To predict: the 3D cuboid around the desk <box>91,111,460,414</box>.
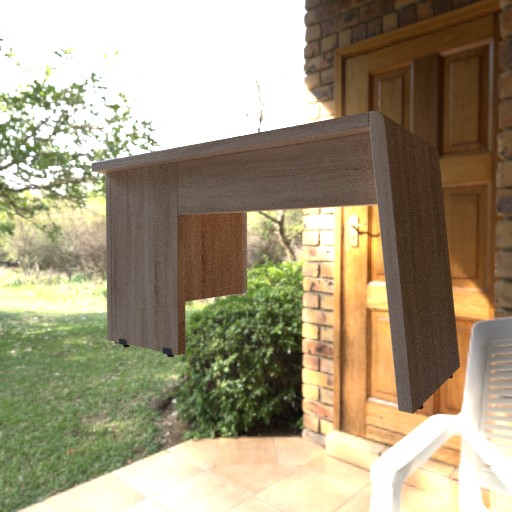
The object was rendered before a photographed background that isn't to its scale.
[{"bbox_3d":[0.000,0.000,1.631,1.300,0.750,0.500,1,2,36],"label":"desk"}]
